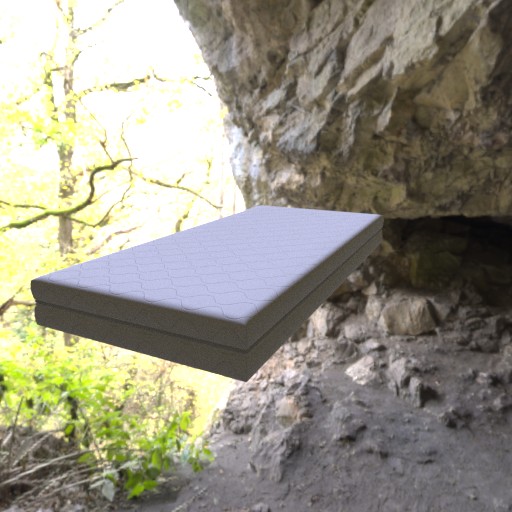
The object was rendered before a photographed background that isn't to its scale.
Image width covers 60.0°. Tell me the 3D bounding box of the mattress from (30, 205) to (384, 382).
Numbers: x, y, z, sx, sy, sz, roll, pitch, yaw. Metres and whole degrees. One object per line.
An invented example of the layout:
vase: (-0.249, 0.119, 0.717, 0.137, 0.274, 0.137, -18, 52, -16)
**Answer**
mattress: (0.000, 0.000, 2.258, 0.900, 0.200, 1.900, 8, 17, 26)
